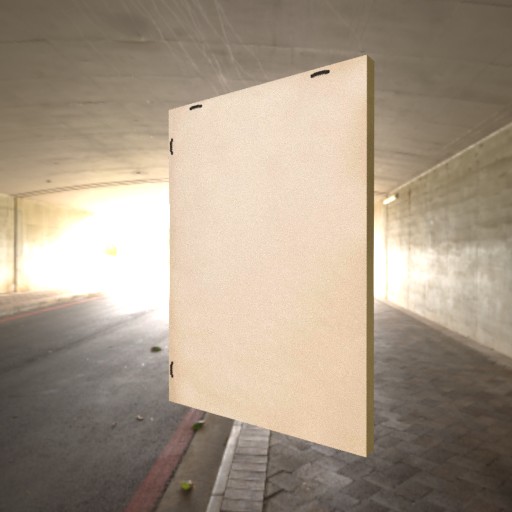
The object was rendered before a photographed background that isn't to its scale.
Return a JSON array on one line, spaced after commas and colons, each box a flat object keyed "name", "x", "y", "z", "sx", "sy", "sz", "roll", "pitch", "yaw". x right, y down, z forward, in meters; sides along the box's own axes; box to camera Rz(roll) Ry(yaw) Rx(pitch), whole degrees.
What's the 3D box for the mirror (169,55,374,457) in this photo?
[{"name": "mirror", "x": 0.000, "y": 0.000, "z": 0.944, "sx": 0.507, "sy": 0.710, "sz": 0.040, "roll": 0, "pitch": 0, "yaw": 36}]
